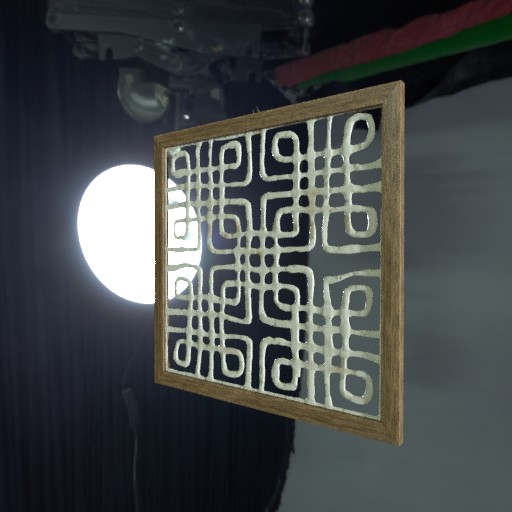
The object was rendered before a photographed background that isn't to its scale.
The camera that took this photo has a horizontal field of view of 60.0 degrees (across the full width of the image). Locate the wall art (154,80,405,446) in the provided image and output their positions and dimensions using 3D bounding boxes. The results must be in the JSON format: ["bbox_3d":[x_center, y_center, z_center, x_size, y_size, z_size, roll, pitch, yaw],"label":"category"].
[{"bbox_3d":[0.000,0.000,0.851,0.561,0.582,0.021,1,1,36],"label":"wall art"}]
